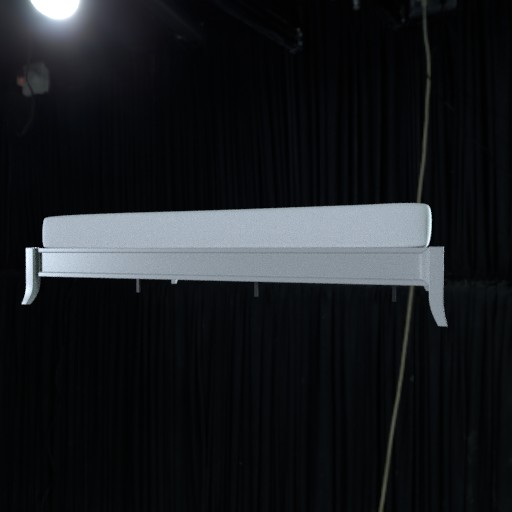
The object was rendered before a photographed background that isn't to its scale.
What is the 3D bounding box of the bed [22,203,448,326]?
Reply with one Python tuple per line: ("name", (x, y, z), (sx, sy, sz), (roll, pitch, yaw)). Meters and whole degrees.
("bed", (0.000, 0.000, 2.786), (2.108, 0.510, 1.604), (0, 1, 19))
